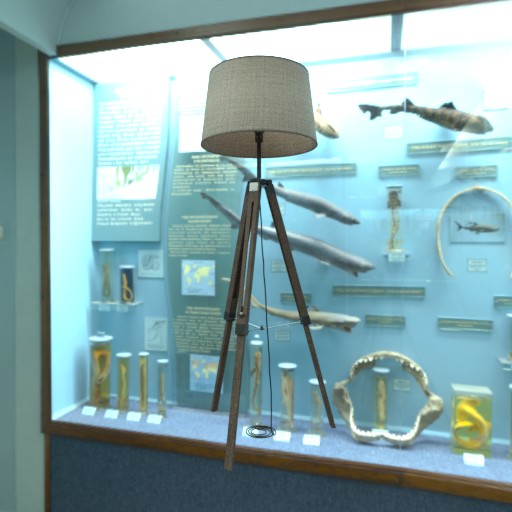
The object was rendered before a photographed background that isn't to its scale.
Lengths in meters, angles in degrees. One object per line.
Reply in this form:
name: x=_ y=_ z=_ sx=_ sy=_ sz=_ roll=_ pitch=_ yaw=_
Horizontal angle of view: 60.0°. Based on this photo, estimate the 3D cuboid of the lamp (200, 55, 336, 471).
lamp: x=0.000 y=0.000 z=1.835 sx=0.604 sy=1.510 sz=0.587 roll=0 pitch=1 yaw=18
